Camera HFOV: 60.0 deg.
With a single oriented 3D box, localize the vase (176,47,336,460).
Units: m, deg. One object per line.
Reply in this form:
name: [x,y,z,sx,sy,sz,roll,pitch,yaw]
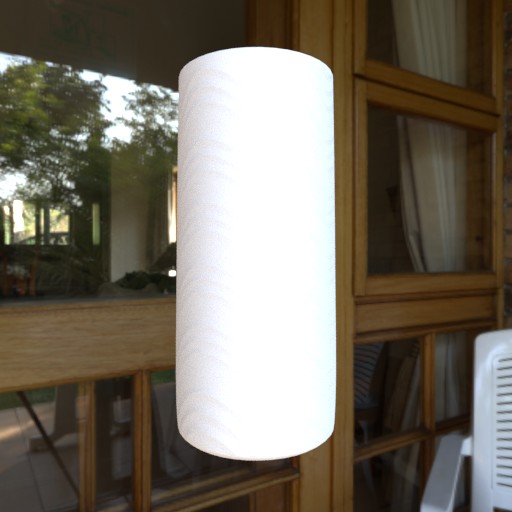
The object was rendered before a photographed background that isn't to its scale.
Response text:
vase: [0.000,0.000,0.402,0.143,0.316,0.143,0,0,0]
